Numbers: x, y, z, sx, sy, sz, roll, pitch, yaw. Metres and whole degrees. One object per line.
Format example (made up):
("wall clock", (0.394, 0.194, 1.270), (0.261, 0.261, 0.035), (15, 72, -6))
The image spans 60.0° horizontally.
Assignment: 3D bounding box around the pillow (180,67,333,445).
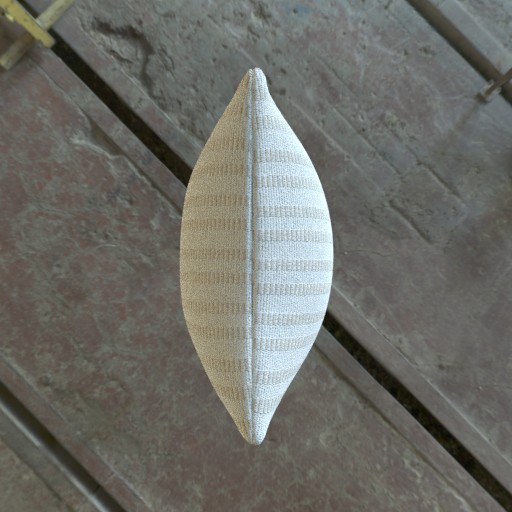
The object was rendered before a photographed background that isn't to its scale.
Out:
("pillow", (0.000, 0.000, 0.708), (0.247, 0.419, 0.438), (0, 90, 1))
